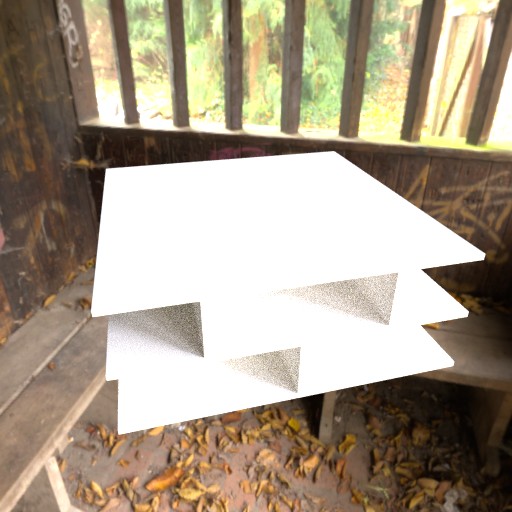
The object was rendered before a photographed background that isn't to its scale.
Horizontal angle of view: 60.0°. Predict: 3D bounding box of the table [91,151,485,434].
[{"bbox_3d":[0.000,0.000,1.114,0.700,0.289,0.700,-7,30,-13],"label":"table"}]
